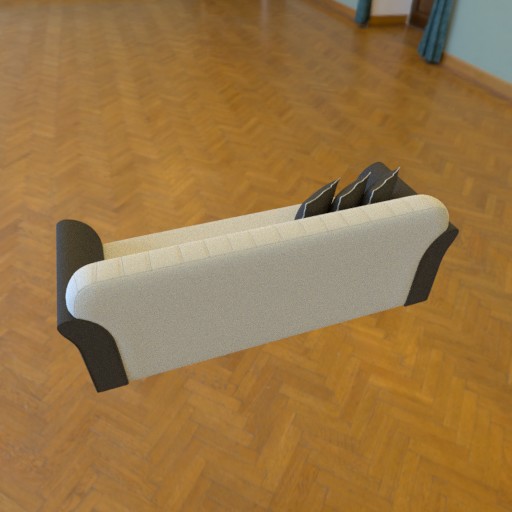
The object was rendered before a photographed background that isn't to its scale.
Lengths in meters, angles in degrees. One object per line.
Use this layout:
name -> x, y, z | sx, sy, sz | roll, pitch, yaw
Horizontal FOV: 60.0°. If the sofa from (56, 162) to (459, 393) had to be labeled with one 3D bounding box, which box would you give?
sofa -> 0.000, 0.000, 2.469 | 2.001, 0.787, 0.755 | -13, 42, -14
